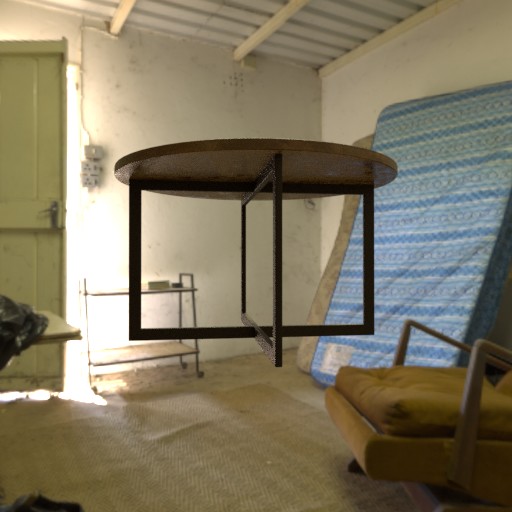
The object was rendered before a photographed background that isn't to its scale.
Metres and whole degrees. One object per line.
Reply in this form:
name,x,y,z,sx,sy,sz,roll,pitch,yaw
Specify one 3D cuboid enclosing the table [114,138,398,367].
table,0.000,0.000,2.075,1.264,0.762,1.264,0,0,0
